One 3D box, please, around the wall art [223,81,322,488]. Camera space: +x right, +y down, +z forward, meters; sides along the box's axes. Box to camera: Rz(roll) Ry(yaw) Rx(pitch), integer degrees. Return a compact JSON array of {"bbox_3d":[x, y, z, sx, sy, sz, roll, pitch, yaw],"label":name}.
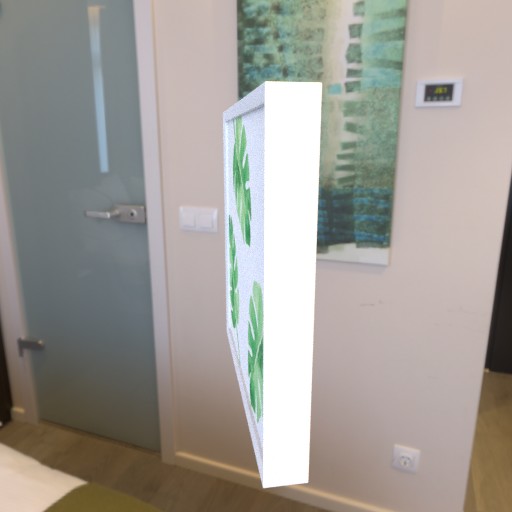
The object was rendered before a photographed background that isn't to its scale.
[{"bbox_3d":[0.000,0.000,0.465,0.038,0.305,0.305,-2,15,-9],"label":"wall art"}]
